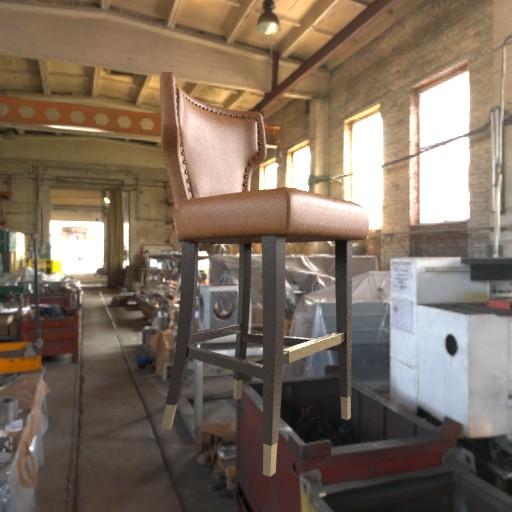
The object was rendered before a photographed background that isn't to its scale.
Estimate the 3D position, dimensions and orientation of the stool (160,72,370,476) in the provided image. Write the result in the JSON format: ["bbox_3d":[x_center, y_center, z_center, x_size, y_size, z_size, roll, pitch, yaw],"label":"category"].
[{"bbox_3d":[0.000,0.000,1.415,0.563,1.092,0.526,0,0,36],"label":"stool"}]
